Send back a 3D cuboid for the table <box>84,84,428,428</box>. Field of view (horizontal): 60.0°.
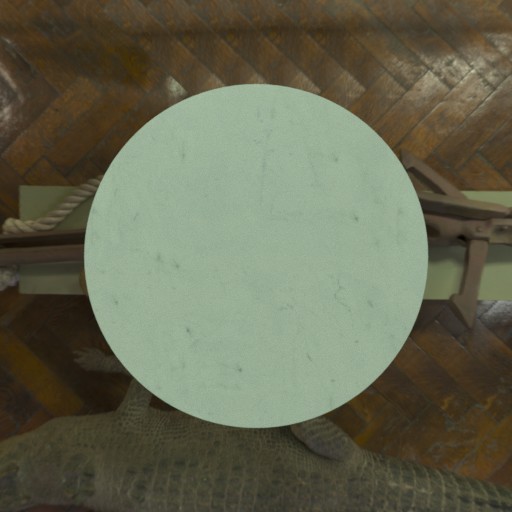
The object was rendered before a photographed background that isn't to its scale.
[{"bbox_3d":[0.000,0.000,1.253,0.800,0.450,0.800,0,90,0],"label":"table"}]
